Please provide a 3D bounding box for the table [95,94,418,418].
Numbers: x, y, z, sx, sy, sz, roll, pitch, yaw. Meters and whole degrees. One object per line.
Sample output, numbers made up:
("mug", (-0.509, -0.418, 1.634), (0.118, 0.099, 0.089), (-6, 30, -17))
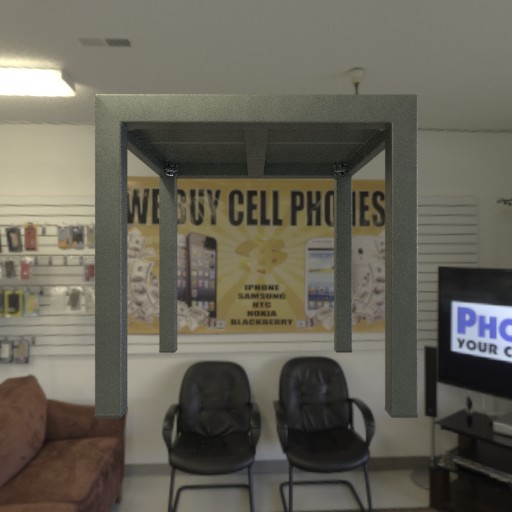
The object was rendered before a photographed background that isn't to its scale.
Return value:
("table", (0.000, 0.000, 0.947), (0.508, 0.508, 0.508), (0, 0, 0))
